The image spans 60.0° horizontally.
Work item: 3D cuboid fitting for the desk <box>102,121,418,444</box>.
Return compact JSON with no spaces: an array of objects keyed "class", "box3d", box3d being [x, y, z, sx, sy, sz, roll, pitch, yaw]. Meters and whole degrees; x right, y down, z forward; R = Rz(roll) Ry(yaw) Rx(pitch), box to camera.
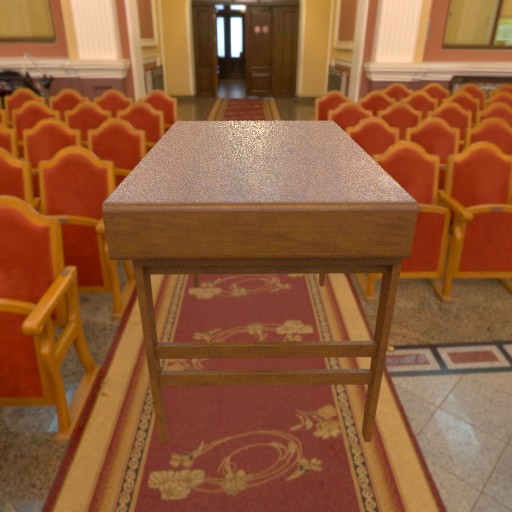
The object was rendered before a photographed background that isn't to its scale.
[{"class":"desk","box3d":[0.000,0.000,1.555,0.660,0.754,1.066,0,26,-1]}]
